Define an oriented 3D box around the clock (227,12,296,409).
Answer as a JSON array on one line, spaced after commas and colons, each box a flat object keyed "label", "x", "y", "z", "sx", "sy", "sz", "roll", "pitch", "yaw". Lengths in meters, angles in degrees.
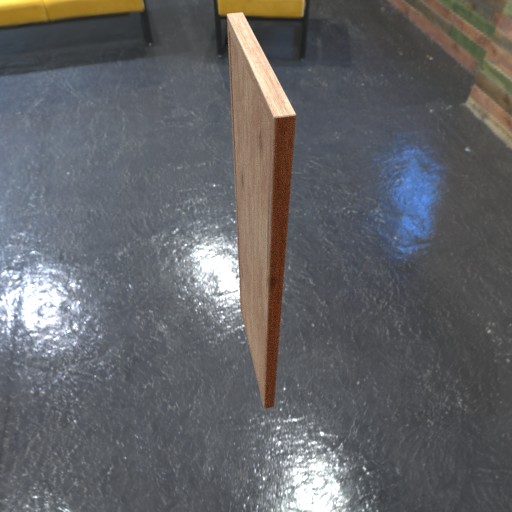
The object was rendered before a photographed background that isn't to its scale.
[{"label": "clock", "x": 0.000, "y": 0.000, "z": 1.068, "sx": 0.030, "sy": 0.965, "sz": 0.361, "roll": -10, "pitch": 49, "yaw": -8}]
